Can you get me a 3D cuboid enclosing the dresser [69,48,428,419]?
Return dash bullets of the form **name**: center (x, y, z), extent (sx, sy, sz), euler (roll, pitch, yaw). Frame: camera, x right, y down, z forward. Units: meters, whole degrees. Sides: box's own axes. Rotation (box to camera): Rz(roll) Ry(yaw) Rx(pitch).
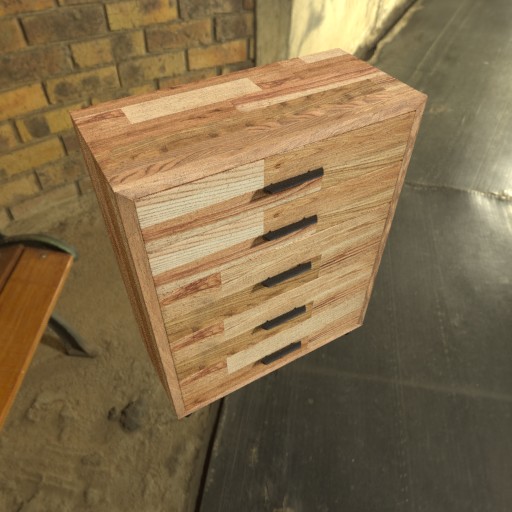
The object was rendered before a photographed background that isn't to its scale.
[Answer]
- **dresser**: center (0.000, 0.000, 1.733), extent (0.966, 1.243, 0.480), euler (-22, 49, -20)
